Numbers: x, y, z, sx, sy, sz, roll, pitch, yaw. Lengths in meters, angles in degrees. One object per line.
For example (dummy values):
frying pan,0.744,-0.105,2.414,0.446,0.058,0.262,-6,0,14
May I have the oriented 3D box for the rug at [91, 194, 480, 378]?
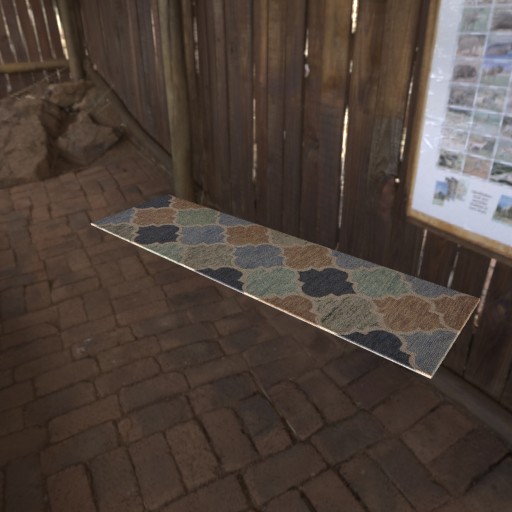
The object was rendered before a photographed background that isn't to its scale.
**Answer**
rug,0.000,0.000,2.579,2.287,0.011,0.687,21,35,33
